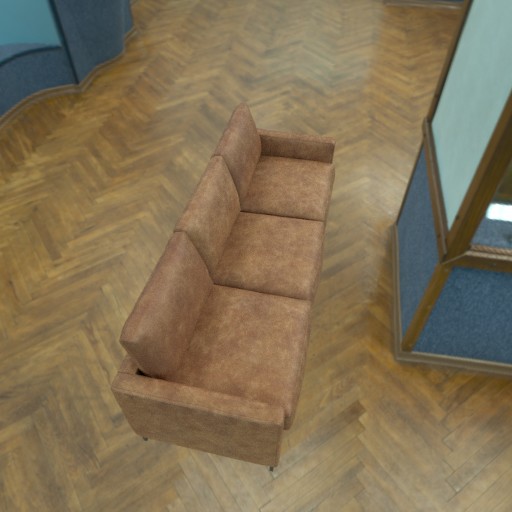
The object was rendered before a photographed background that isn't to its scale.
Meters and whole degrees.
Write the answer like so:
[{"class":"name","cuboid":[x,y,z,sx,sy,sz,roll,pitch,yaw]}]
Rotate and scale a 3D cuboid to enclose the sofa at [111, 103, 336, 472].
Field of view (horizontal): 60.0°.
[{"class":"sofa","cuboid":[0.000,0.000,2.494,0.748,0.863,2.029,9,48,9]}]
